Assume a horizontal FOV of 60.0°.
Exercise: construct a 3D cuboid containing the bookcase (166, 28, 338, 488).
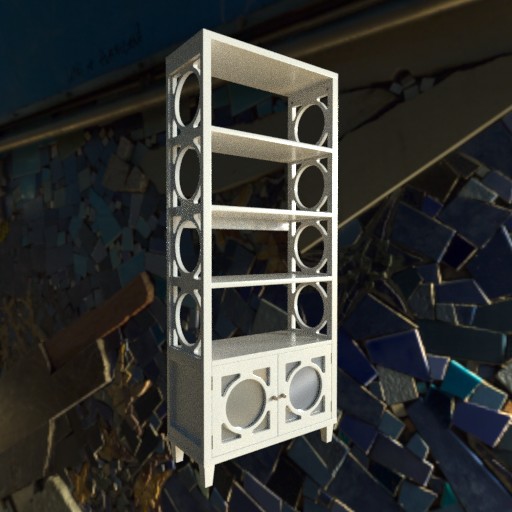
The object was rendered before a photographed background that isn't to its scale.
[{"bbox_3d":[0.000,0.000,2.100,0.761,1.869,0.361,-1,1,-37],"label":"bookcase"}]
